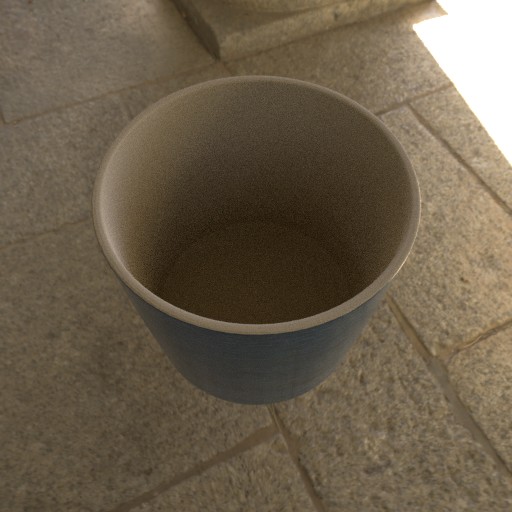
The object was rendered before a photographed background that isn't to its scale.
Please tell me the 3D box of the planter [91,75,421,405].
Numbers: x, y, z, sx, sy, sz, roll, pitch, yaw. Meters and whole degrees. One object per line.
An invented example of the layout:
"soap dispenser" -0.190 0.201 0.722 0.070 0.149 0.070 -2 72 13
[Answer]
"planter" 0.000 0.000 0.389 0.221 0.201 0.221 0 59 0
